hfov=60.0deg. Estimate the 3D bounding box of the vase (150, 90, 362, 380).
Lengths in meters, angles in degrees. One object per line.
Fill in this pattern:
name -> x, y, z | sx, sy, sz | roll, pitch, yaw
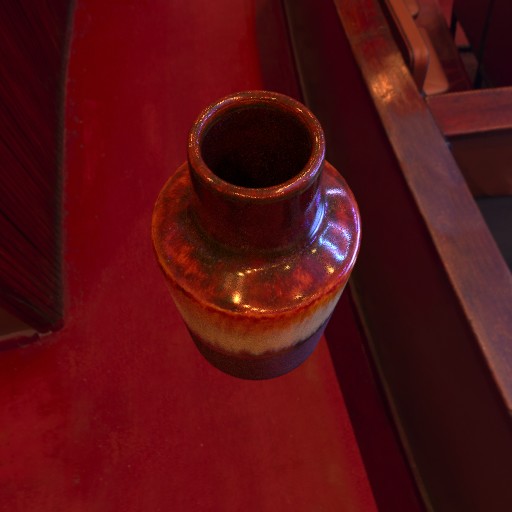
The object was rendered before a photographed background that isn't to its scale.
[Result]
vase -> 0.000, 0.000, 0.262 | 0.108, 0.204, 0.108 | 0, 64, 0
